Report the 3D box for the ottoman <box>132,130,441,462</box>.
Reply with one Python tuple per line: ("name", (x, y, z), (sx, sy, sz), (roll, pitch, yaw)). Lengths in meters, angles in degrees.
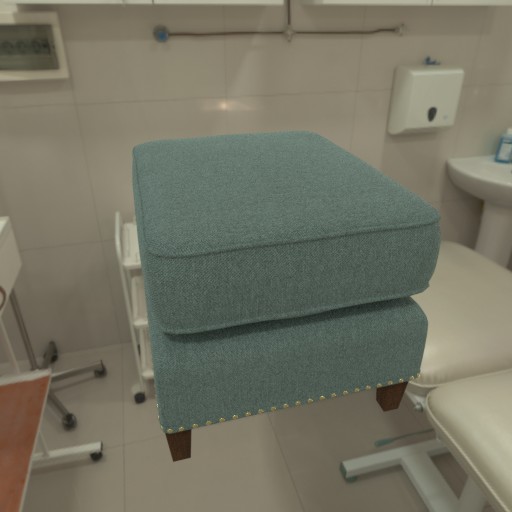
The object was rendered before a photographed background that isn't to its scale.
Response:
("ottoman", (0.000, 0.000, 1.153), (0.589, 0.537, 0.738), (-8, 30, -13))
